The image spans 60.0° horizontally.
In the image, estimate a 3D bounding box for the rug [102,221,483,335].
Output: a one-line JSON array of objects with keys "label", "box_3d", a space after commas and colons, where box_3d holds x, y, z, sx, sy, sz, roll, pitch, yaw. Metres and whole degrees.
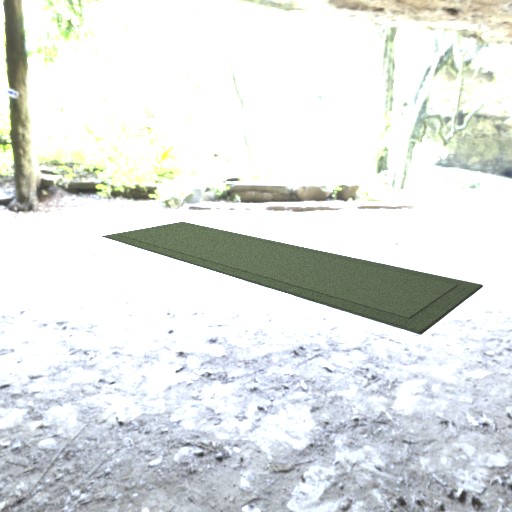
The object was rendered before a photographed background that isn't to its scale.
[{"label": "rug", "box_3d": [0.000, 0.000, 2.759, 2.430, 0.012, 0.759, 14, 21, 41]}]
